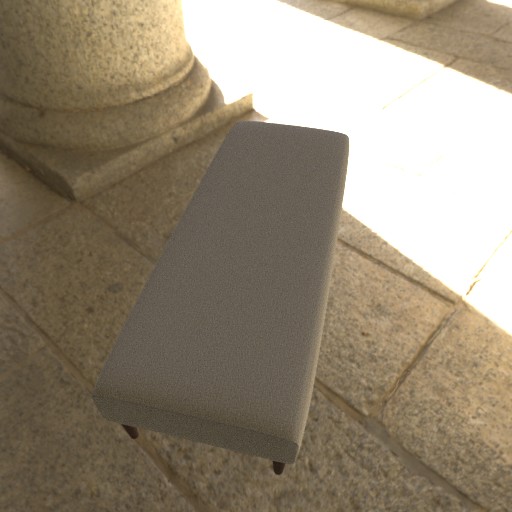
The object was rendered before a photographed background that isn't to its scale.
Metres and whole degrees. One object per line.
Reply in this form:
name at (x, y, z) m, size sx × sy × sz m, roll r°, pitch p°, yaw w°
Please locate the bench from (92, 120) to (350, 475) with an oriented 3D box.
bench at (0.000, 0.000, 1.876) m, size 0.646 × 0.393 × 1.609 m, roll 10°, pitch 46°, yaw 9°
